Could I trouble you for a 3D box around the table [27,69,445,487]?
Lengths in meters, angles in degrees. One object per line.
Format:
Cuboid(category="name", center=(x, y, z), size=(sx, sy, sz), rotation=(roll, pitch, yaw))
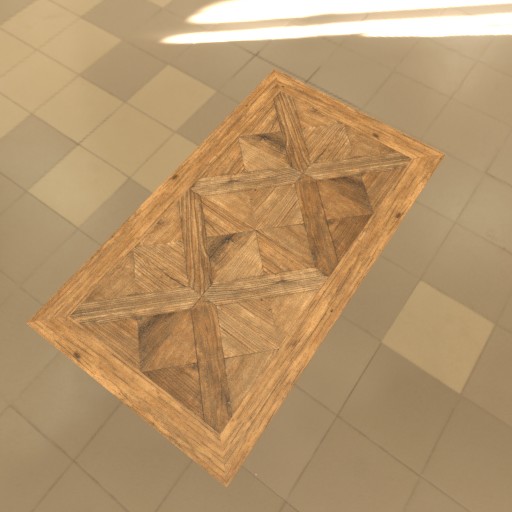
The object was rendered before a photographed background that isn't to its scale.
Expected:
Cuboid(category="table", center=(0.000, 0.000, 1.744), size=(0.800, 0.410, 1.400), rotation=(33, 68, 15))
